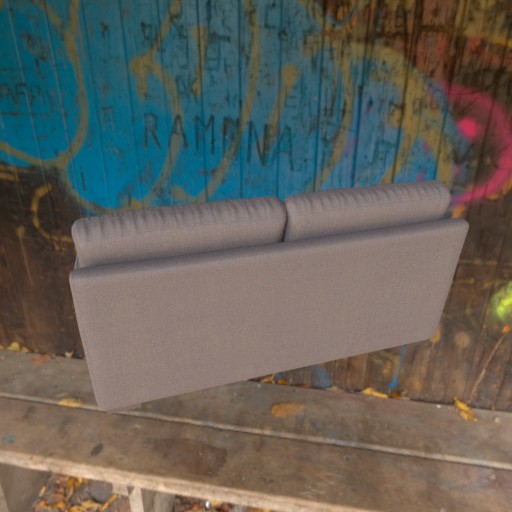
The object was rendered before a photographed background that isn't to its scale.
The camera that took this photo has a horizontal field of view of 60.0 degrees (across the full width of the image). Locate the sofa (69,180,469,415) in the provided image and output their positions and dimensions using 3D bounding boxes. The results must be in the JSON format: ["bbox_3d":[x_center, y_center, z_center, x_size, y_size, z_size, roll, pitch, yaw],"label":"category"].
[{"bbox_3d":[0.000,0.000,2.484,1.880,0.940,1.143,-8,27,-16],"label":"sofa"}]
